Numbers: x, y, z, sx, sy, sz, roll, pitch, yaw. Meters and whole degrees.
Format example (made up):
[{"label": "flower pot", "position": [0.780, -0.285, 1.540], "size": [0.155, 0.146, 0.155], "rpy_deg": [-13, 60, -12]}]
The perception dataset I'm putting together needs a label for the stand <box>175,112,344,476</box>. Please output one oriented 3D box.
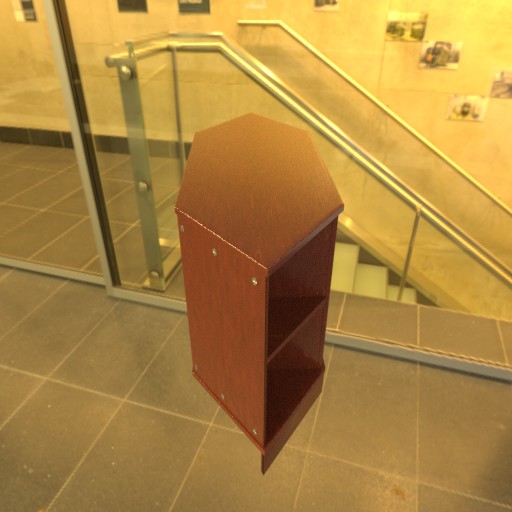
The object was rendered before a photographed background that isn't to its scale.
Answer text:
[{"label": "stand", "position": [0.000, 0.000, 1.384], "size": [0.381, 0.614, 1.072], "rpy_deg": [-1, 32, -2]}]
